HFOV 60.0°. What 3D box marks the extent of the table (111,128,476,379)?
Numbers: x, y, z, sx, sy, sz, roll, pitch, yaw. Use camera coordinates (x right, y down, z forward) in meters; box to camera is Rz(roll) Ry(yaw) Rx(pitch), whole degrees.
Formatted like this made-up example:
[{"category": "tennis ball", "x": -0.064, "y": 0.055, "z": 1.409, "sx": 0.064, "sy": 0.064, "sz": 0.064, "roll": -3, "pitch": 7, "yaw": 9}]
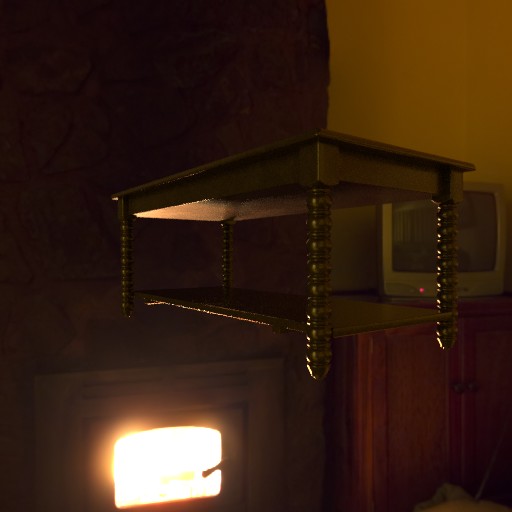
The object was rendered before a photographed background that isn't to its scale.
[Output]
[{"category": "table", "x": 0.000, "y": 0.000, "z": 1.461, "sx": 0.580, "sy": 0.487, "sz": 1.171, "roll": 0, "pitch": 0, "yaw": -36}]
